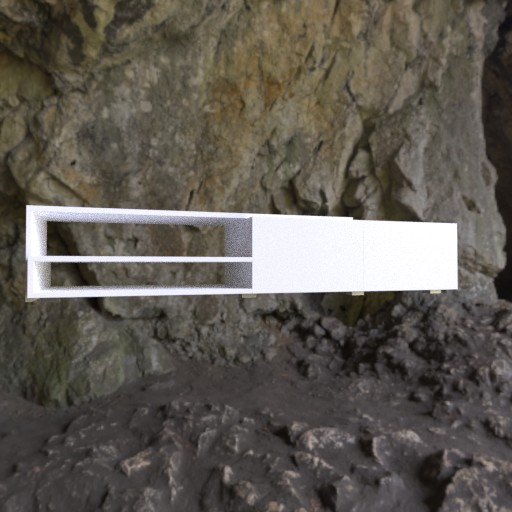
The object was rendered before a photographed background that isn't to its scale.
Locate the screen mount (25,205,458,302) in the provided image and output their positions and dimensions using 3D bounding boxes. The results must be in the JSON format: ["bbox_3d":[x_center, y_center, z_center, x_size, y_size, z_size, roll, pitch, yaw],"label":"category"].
[{"bbox_3d":[0.000,0.000,1.844,1.680,0.320,0.420,0,-1,-18],"label":"screen mount"}]
